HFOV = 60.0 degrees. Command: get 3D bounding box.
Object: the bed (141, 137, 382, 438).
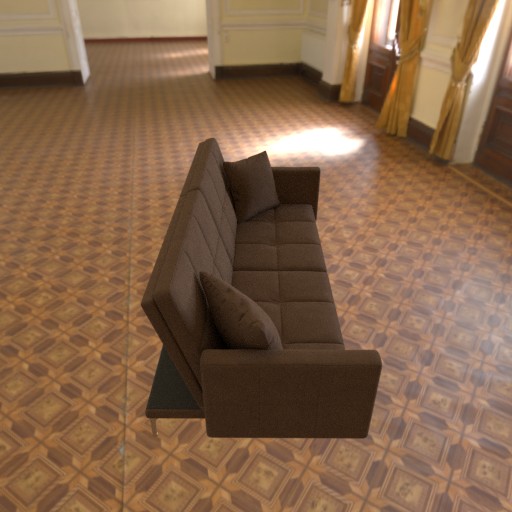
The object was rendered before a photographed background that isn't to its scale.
[{"bbox_3d":[0.000,0.000,2.399,0.889,0.787,1.905,0,32,0],"label":"bed"}]
